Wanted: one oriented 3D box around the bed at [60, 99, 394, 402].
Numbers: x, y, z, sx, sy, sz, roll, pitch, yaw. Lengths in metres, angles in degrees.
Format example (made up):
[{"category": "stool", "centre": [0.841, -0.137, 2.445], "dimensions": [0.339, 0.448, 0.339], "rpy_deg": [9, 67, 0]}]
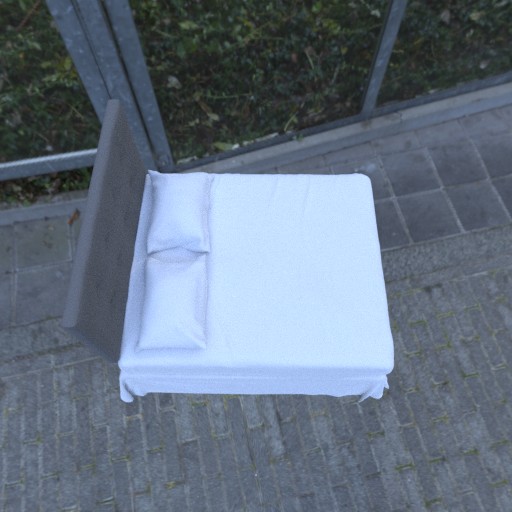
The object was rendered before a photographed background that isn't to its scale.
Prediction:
[{"category": "bed", "centre": [0.000, 0.000, 3.375], "dimensions": [2.222, 1.577, 1.936], "rpy_deg": [0, 64, 0]}]
